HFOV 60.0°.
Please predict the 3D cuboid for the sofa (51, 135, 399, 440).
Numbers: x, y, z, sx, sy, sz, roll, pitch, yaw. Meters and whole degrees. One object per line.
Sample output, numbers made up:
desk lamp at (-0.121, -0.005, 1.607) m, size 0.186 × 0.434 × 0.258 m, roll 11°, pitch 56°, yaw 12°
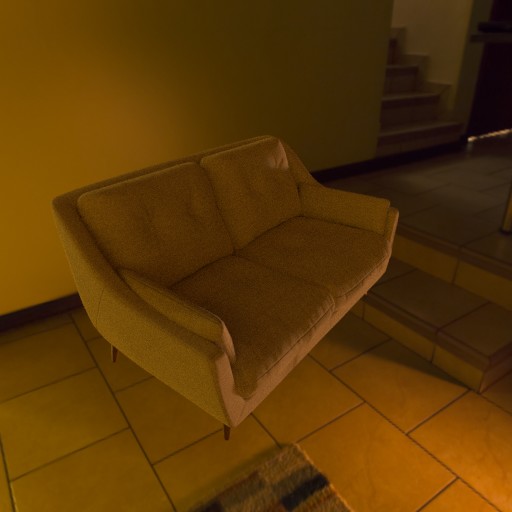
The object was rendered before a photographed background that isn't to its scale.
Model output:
sofa at (0.000, 0.000, 2.230) m, size 0.965 × 0.888 × 1.652 m, roll 18°, pitch 32°, yaw 32°
